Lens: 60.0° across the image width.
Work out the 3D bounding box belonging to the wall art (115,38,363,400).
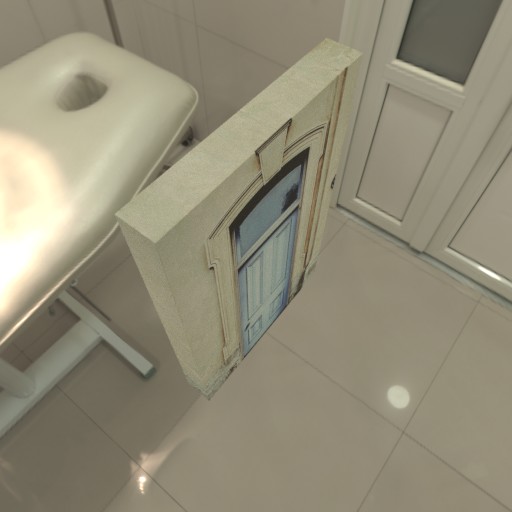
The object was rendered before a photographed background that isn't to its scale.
[{"bbox_3d":[0.000,0.000,0.499,0.038,0.381,0.254,33,63,19],"label":"wall art"}]
